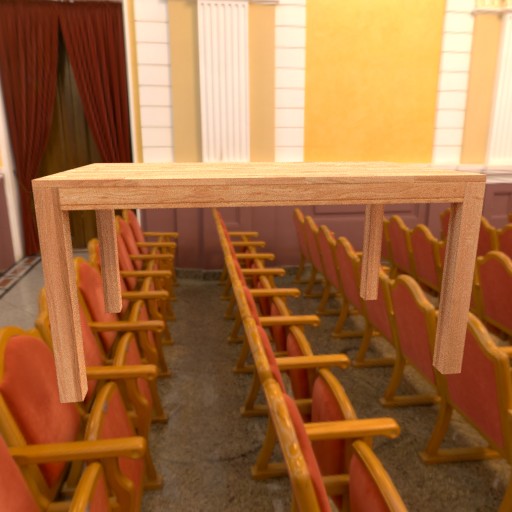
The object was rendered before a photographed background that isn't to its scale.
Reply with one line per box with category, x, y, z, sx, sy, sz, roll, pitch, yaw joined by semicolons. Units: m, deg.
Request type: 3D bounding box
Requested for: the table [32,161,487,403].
table;0.000;0.000;1.974;1.500;0.770;0.900;-2;15;-8
